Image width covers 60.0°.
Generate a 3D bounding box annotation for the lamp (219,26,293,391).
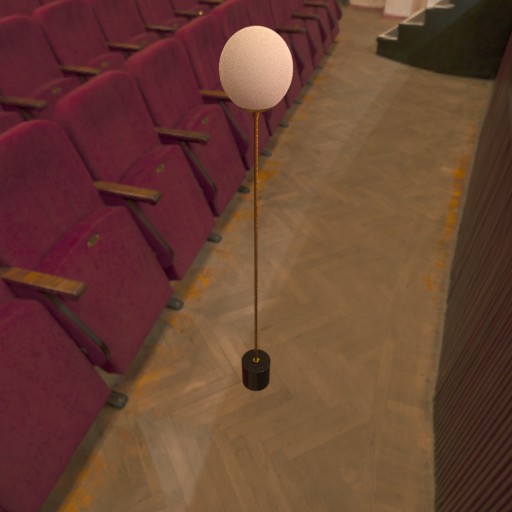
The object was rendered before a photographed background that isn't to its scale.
[{"bbox_3d":[0.000,0.000,1.859,0.229,1.748,0.229,11,41,13],"label":"lamp"}]
